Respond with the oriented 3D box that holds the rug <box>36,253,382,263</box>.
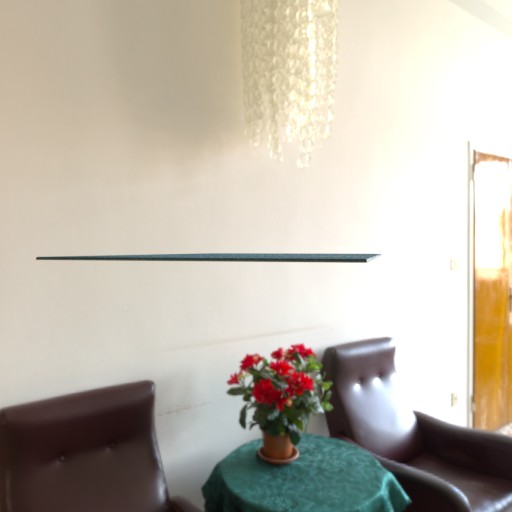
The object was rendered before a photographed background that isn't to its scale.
[{"bbox_3d":[0.000,0.000,2.916,1.543,0.015,2.144,0,1,17],"label":"rug"}]
